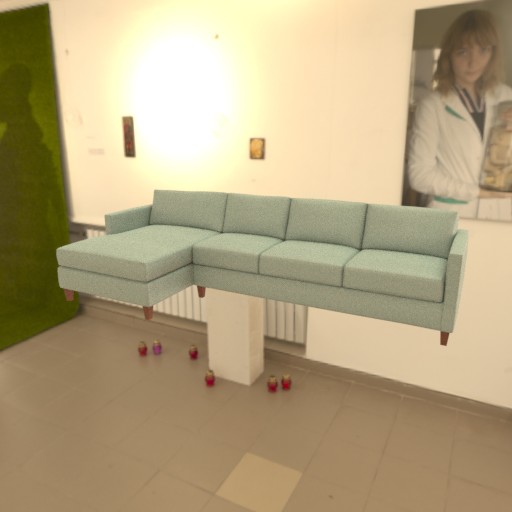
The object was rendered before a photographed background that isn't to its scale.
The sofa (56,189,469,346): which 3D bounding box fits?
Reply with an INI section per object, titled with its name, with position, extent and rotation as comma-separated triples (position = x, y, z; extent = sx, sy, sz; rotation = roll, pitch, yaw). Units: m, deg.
[sofa]
position = 0.000, 0.000, 4.086
extent = 3.470, 0.953, 1.600
rotation = 8, 18, 26
